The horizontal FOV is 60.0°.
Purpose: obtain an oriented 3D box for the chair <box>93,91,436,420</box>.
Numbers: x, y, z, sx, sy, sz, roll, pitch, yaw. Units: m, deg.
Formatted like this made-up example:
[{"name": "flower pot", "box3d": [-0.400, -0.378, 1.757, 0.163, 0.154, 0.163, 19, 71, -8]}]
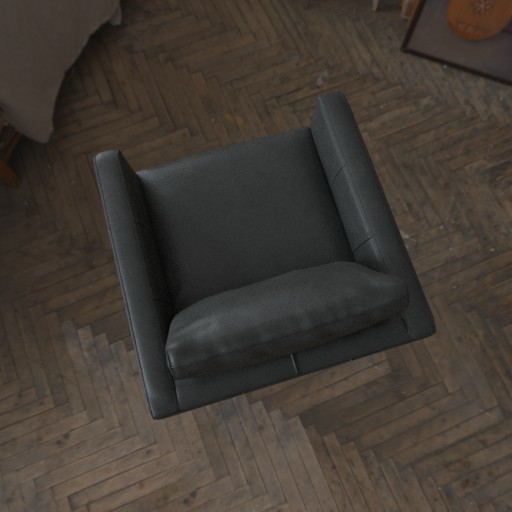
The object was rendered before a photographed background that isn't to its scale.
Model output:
[{"name": "chair", "box3d": [0.000, 0.000, 1.532, 0.967, 0.824, 0.861, -16, 76, -4]}]
